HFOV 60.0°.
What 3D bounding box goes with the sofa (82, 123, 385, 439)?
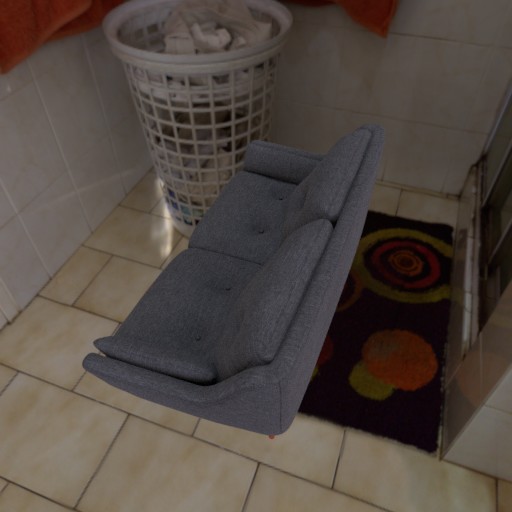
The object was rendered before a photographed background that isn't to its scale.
[{"bbox_3d":[0.000,0.000,2.463,0.975,0.896,1.929,17,49,15],"label":"sofa"}]
